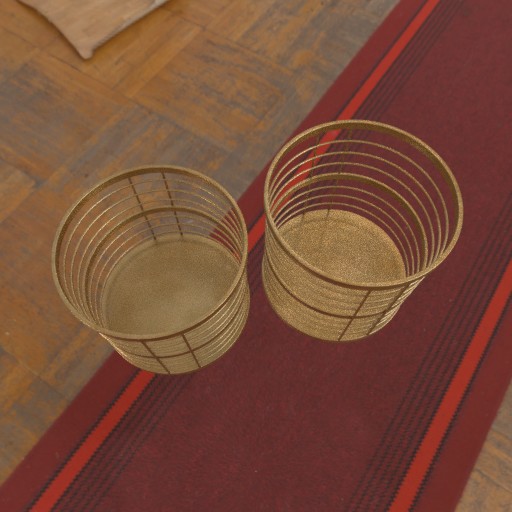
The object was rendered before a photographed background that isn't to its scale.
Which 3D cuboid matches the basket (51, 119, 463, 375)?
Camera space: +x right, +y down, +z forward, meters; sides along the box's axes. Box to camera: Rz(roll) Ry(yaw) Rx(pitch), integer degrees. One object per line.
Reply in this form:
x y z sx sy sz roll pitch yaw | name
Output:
0.000 0.000 0.937 0.746 0.351 0.356 -10 65 -5 | basket
